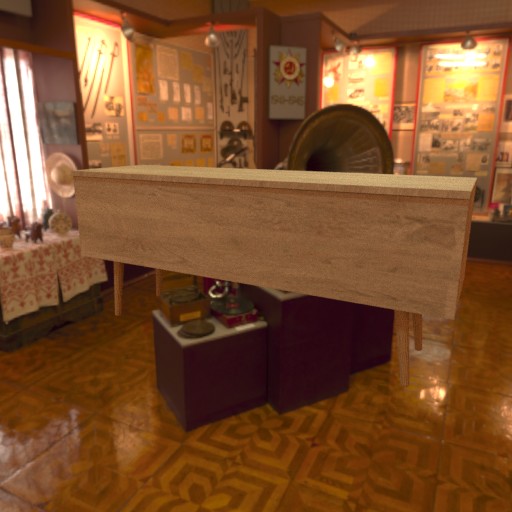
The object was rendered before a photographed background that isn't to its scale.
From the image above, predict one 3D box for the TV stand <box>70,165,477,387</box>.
[{"bbox_3d":[0.000,0.000,1.545,1.313,0.565,0.401,8,17,27],"label":"TV stand"}]
